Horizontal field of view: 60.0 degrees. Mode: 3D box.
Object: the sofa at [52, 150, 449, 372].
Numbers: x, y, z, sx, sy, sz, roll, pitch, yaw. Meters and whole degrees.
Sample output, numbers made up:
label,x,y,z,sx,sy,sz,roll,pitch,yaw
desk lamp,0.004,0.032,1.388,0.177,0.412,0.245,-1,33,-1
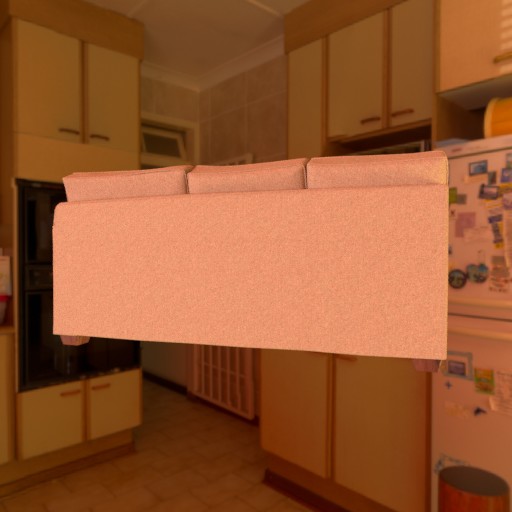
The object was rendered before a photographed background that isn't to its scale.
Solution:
label,x,y,z,sx,sy,sz,roll,pitch,yaw
sofa,0.000,0.000,2.541,1.963,0.946,1.034,0,1,17
